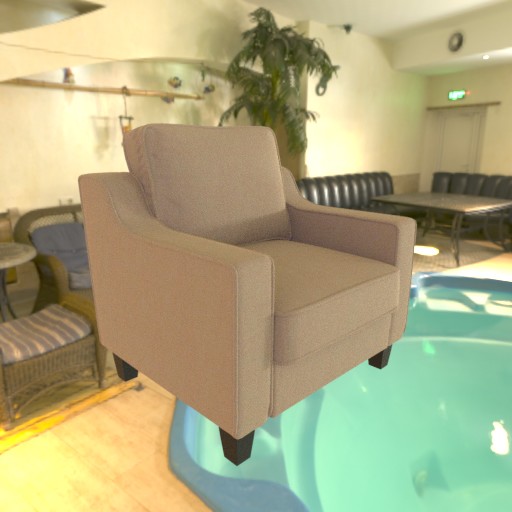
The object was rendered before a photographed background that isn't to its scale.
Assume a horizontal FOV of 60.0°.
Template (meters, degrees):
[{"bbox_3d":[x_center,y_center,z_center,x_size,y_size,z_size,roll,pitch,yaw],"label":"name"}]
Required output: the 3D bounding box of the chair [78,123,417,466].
[{"bbox_3d":[0.000,0.000,1.653,0.922,0.948,0.882,-14,20,-43],"label":"chair"}]
